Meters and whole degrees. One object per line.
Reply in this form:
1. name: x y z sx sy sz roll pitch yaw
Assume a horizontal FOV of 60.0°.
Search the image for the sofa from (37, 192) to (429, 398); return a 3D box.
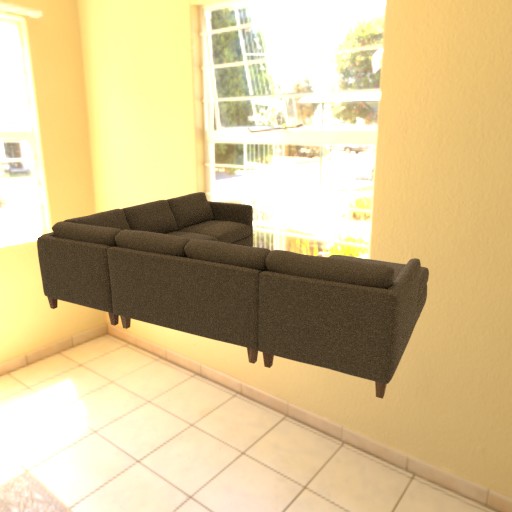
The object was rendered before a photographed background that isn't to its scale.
1. sofa: 0.000 0.000 4.428 3.238 0.853 2.551 8 18 27
